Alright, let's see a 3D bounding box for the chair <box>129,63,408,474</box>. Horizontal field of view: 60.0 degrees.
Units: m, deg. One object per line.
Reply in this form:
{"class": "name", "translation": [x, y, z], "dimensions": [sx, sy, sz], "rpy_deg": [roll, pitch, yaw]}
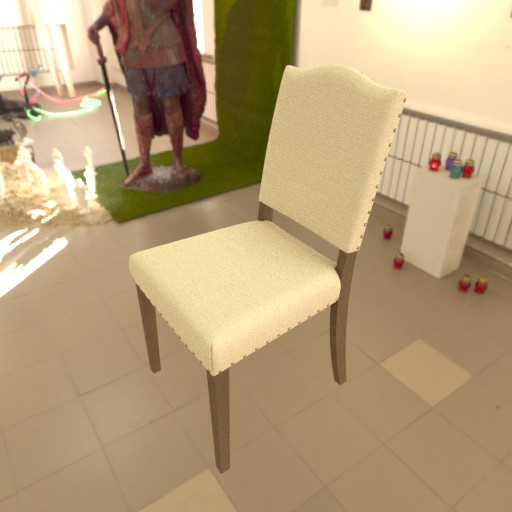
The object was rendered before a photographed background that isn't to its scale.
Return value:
{"class": "chair", "translation": [0.000, 0.000, 1.325], "dimensions": [0.619, 1.015, 0.508], "rpy_deg": [-21, 38, -29]}
